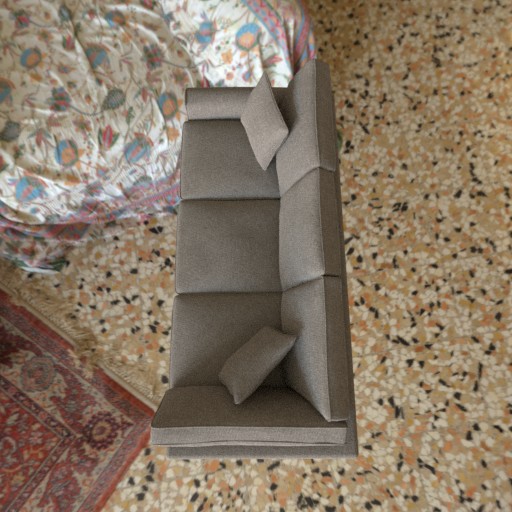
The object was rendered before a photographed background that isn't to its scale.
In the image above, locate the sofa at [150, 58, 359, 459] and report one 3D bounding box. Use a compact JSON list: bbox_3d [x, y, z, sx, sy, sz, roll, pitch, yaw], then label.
[{"bbox_3d":[0.000,0.000,2.832,1.061,0.962,2.317,0,73,0],"label":"sofa"}]
